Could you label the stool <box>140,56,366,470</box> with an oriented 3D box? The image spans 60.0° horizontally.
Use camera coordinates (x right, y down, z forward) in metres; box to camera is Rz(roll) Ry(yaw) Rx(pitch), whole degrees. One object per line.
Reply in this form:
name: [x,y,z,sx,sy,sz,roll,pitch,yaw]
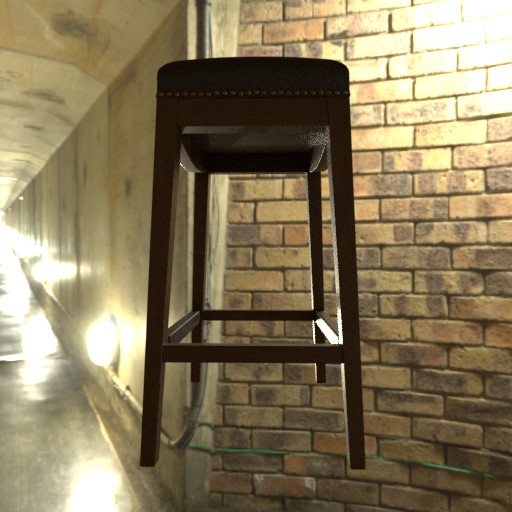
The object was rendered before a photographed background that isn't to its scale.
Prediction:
stool: [0.000,0.000,0.936,0.353,0.664,0.490,0,0,1]
